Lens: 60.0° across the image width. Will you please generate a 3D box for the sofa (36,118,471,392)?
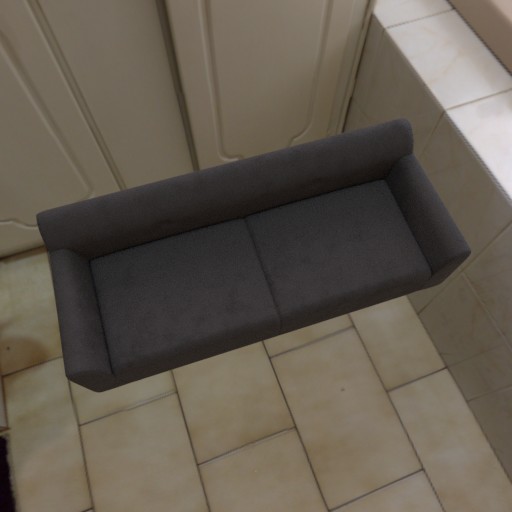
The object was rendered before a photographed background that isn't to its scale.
[{"bbox_3d":[0.000,0.000,2.623,2.190,0.740,0.900,-16,65,-8],"label":"sofa"}]
